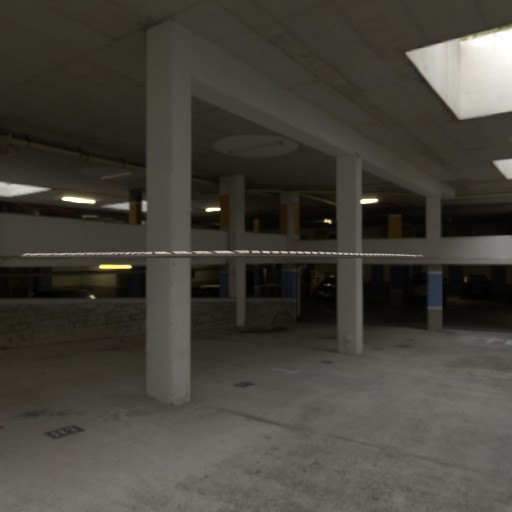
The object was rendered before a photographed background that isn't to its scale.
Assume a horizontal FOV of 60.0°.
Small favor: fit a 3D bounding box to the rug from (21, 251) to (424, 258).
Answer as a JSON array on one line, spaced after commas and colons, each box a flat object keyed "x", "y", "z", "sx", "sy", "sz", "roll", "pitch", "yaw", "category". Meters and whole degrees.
[{"x": 0.000, "y": 0.000, "z": 2.334, "sx": 1.237, "sy": 0.019, "sz": 1.842, "roll": 0, "pitch": -1, "yaw": 35, "category": "rug"}]
